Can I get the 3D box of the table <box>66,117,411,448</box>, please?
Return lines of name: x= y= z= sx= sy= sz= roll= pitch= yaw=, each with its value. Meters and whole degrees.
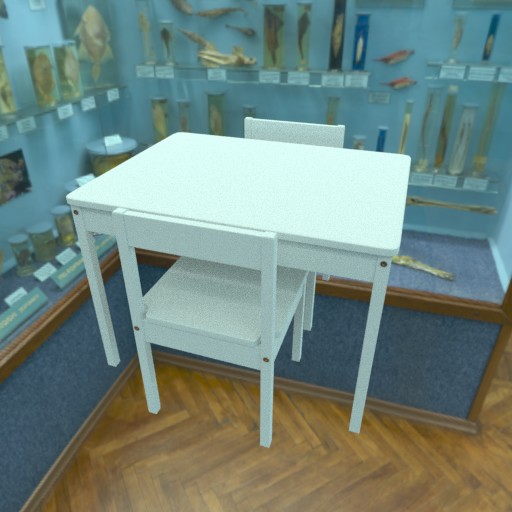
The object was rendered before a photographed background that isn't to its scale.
table: x=0.000 y=0.000 z=1.106 sx=0.650 sy=0.503 sz=0.672 roll=10 pitch=33 yaw=16
